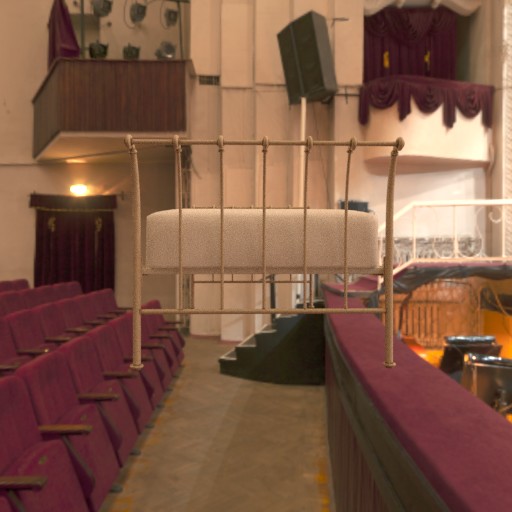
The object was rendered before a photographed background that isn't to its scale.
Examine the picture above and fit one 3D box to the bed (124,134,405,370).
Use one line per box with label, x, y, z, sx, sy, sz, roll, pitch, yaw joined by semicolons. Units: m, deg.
bed;0.000;0.000;2.693;1.032;0.873;2.228;0;0;-2
